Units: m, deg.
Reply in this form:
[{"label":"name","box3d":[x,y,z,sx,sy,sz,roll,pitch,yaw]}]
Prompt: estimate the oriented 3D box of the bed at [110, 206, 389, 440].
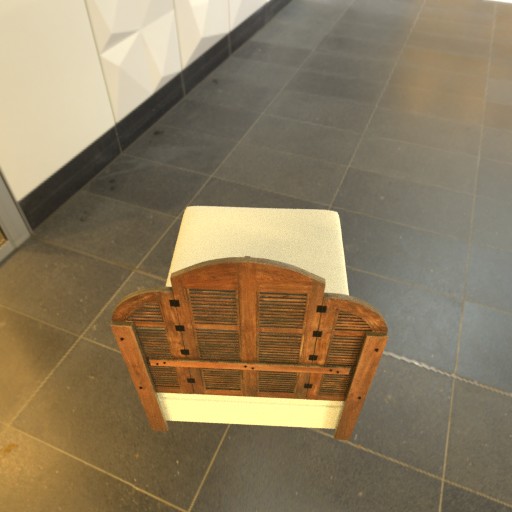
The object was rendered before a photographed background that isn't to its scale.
[{"label":"bed","box3d":[0.000,0.000,3.623,1.713,2.019,2.138,2,46,2]}]
